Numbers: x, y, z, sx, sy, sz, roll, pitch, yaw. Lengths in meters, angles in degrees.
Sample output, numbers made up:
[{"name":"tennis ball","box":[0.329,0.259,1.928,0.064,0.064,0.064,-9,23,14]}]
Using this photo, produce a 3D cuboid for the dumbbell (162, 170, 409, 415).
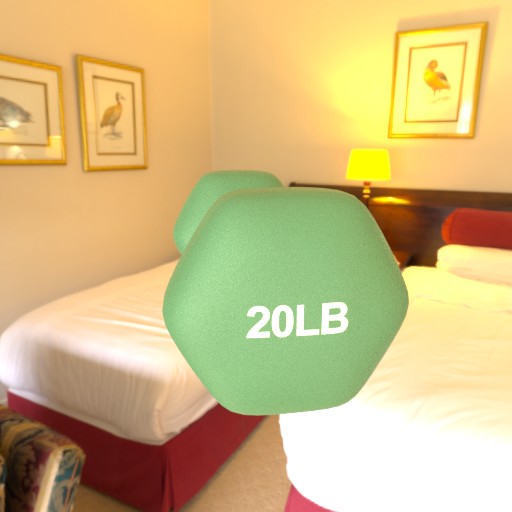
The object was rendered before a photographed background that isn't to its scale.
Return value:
[{"name":"dumbbell","box":[0.000,0.000,0.322,0.126,0.114,0.257,-2,14,-8]}]
